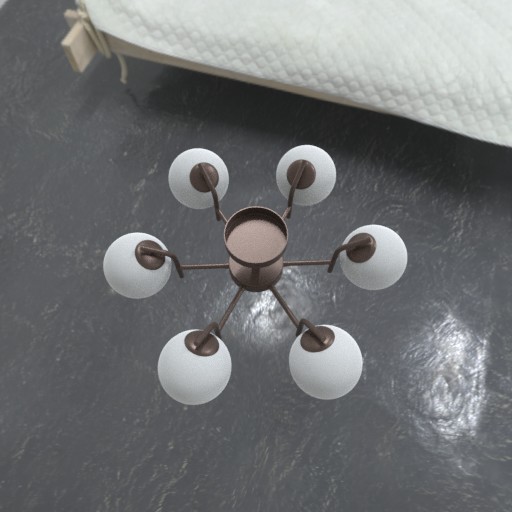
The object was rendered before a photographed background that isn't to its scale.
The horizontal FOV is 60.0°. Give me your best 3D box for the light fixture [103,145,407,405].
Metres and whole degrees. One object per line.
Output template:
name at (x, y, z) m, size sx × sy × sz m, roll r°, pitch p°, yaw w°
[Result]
light fixture at (0.000, 0.000, 0.952) m, size 0.662 × 0.201 × 0.662 m, roll 0°, pitch 65°, yaw 0°
